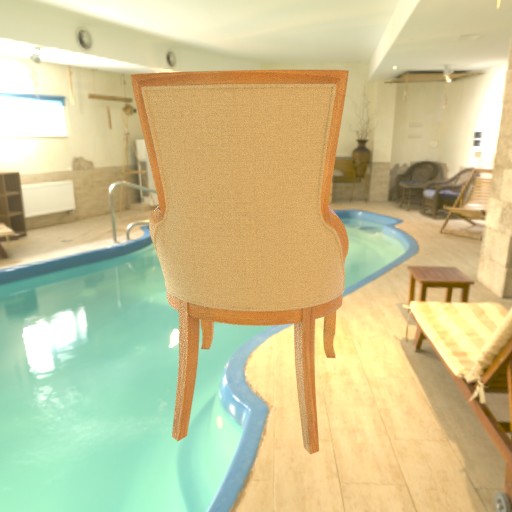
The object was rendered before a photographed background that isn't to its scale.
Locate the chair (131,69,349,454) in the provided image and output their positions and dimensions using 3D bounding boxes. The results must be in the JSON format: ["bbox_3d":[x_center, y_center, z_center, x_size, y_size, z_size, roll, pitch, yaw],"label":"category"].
[{"bbox_3d":[0.000,0.000,1.309,0.524,0.947,0.641,2,16,8],"label":"chair"}]
